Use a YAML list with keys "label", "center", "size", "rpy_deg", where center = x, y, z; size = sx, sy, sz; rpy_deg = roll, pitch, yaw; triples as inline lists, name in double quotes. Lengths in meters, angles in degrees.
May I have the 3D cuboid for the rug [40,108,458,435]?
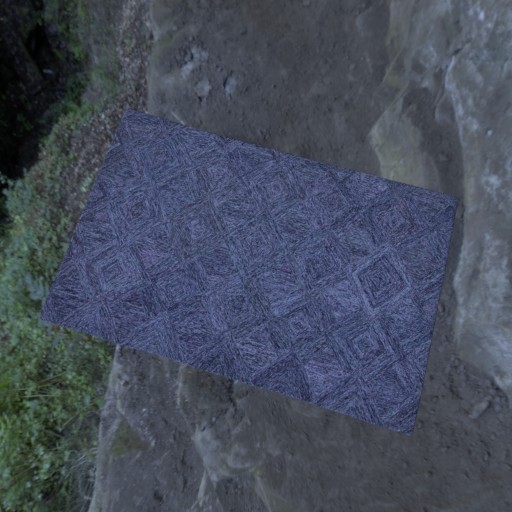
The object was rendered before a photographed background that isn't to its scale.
- label: "rug"
  center: [0.000, 0.000, 2.112]
  size: [1.752, 0.013, 1.158]
  rpy_deg: [16, 76, 4]
